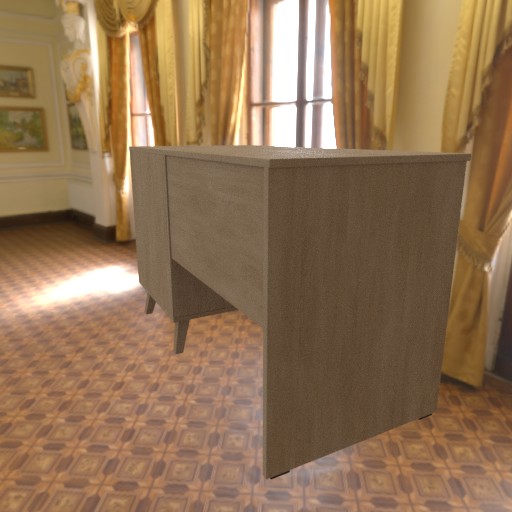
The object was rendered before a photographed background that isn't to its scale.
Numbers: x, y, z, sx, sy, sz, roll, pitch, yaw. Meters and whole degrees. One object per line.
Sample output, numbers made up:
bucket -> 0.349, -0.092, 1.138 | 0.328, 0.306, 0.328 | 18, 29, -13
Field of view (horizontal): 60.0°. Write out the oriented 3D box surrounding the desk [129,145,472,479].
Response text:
desk -> 0.000, 0.000, 1.642 | 0.600, 0.770, 1.251 | -8, 17, -27
